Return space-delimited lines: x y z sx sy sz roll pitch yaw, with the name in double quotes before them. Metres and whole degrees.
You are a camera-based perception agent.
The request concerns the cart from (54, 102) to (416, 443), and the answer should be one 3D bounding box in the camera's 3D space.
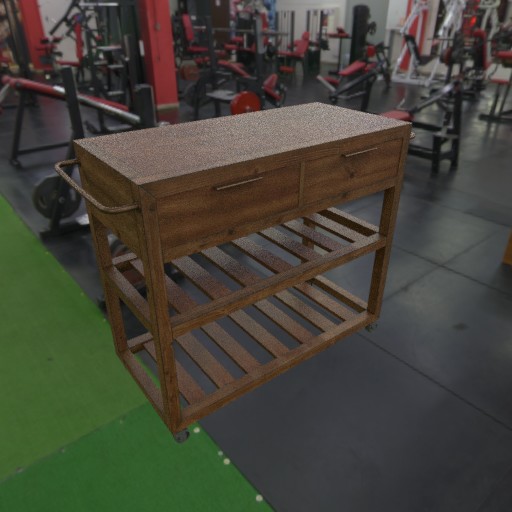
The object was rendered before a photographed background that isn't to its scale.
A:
"cart" 0.000 0.000 1.492 1.065 0.830 0.445 -20 35 -31
